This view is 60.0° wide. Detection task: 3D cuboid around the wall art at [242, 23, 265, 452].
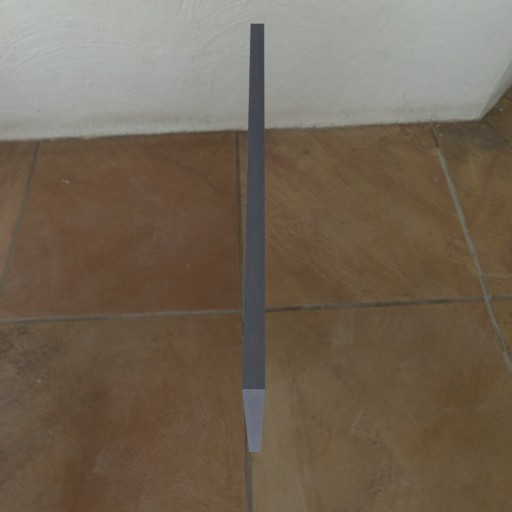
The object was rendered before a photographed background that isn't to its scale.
[{"bbox_3d":[0.000,0.000,0.886,0.026,0.558,0.660,0,60,0],"label":"wall art"}]
